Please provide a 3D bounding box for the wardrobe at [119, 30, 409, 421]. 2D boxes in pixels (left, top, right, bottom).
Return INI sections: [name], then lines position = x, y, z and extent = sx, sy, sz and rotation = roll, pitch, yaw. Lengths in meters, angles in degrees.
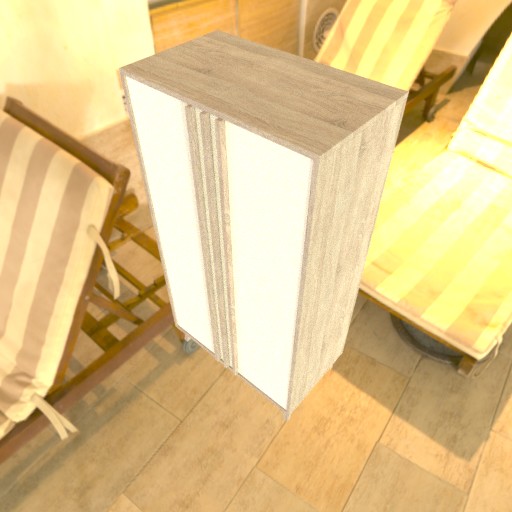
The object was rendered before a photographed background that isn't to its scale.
[wardrobe]
position = 0.000, 0.000, 2.430
extent = 1.000, 1.960, 0.600
rotation = 31, 53, 27
